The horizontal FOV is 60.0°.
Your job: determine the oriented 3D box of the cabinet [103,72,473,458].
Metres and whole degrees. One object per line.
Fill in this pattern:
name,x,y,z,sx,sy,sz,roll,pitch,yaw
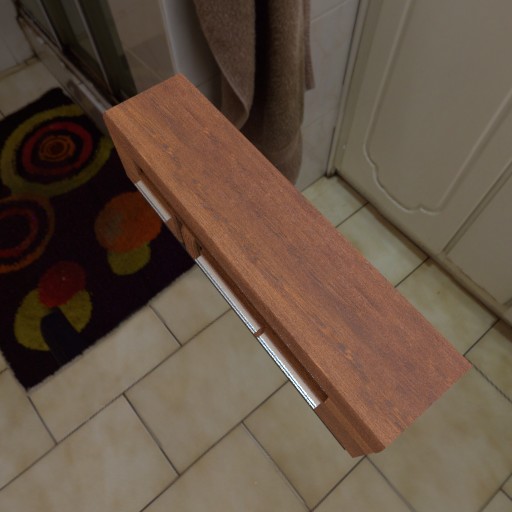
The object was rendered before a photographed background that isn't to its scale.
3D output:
cabinet,0.000,0.000,1.797,0.419,0.510,1.600,-35,68,-16
